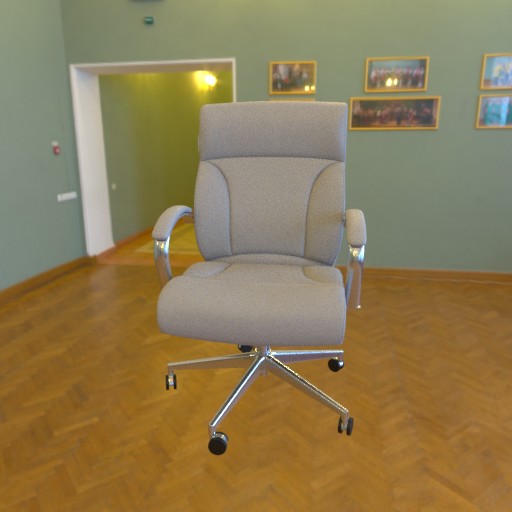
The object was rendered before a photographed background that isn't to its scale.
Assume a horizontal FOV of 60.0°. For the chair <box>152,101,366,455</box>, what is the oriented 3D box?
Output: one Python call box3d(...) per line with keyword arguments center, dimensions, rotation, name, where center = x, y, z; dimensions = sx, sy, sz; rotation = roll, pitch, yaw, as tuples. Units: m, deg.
box3d(center=(0.000, 0.000, 1.589), dimensions=(0.727, 1.099, 0.745), rotation=(2, 14, 8), name="chair")
